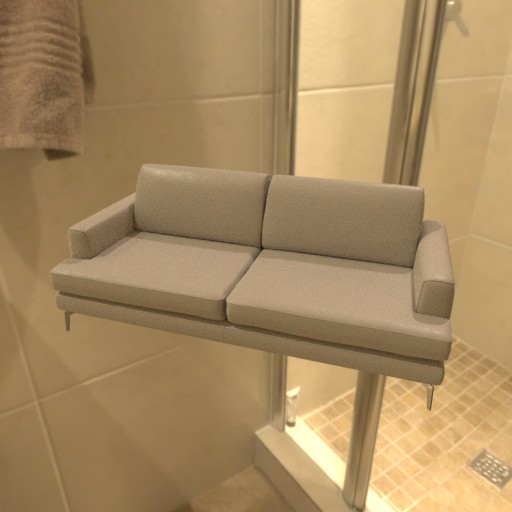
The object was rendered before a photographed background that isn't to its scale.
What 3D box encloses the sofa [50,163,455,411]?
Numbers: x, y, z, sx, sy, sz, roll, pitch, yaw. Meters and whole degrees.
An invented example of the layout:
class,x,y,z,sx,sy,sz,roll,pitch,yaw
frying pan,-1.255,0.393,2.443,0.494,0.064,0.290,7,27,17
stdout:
class,x,y,z,sx,sy,sz,roll,pitch,yaw
sofa,0.000,0.000,2.395,1.940,0.765,0.974,8,27,16
